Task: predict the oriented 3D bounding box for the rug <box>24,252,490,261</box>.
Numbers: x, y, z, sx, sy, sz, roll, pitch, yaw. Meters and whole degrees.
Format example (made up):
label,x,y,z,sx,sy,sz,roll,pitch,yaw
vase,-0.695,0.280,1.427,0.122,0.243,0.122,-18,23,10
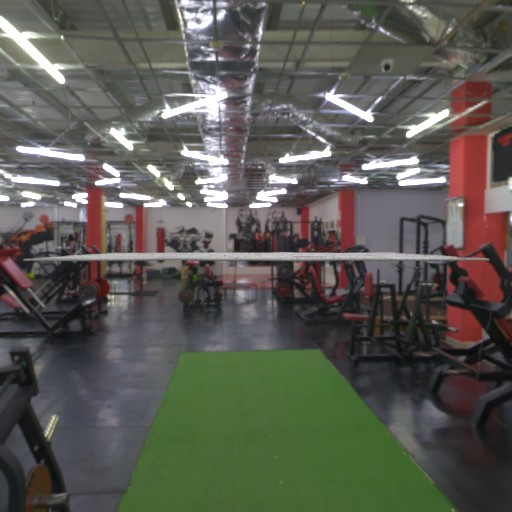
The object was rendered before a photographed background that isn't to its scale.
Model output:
label,x,y,z,sx,sy,sz,roll,pitch,yaw
rug,0.000,0.000,3.075,2.444,0.023,1.531,0,2,-1
